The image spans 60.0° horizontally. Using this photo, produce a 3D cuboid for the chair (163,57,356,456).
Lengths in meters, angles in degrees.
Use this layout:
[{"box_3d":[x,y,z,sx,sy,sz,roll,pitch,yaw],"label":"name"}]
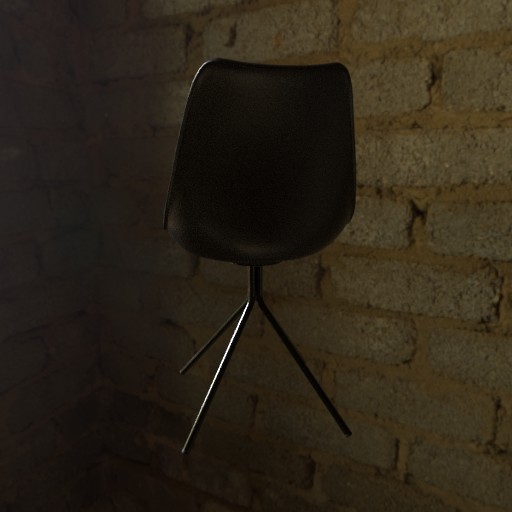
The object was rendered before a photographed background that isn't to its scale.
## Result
[{"box_3d":[0.000,0.000,1.146,0.461,0.850,0.525,-2,13,-10],"label":"chair"}]
